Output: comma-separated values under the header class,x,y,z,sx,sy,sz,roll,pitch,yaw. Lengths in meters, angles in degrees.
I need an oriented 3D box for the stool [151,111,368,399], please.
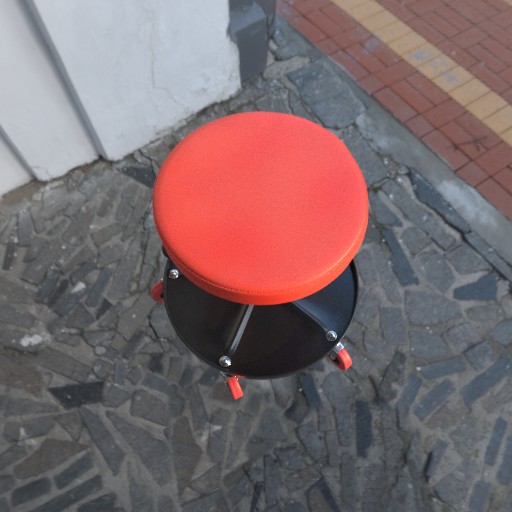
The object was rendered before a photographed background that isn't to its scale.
class,x,y,z,sx,sy,sz,roll,pitch,yaw
stool,0.000,0.000,0.711,0.382,0.365,0.381,-17,65,-8
